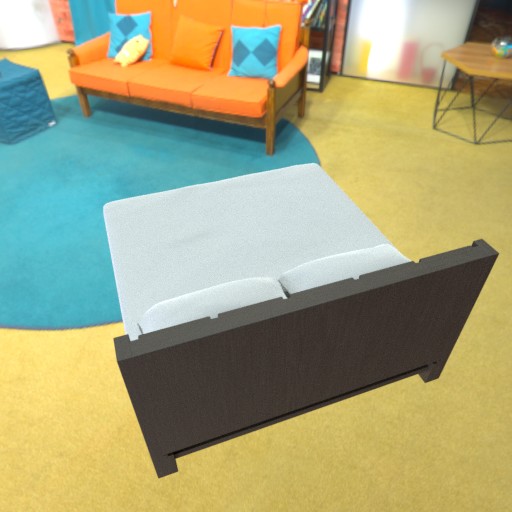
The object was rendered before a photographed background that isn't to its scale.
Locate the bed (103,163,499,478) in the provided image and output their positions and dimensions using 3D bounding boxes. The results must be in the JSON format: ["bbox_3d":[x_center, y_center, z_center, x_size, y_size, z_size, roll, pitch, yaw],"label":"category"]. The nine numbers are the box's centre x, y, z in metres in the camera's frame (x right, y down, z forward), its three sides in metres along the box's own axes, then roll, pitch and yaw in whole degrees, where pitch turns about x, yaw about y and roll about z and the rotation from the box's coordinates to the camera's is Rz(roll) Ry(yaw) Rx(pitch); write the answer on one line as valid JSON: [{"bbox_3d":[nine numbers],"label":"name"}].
[{"bbox_3d":[0.000,0.000,3.449,2.143,1.261,2.238,-14,43,-15],"label":"bed"}]
